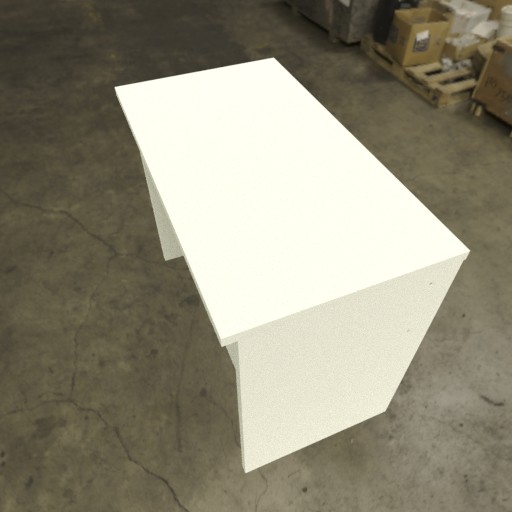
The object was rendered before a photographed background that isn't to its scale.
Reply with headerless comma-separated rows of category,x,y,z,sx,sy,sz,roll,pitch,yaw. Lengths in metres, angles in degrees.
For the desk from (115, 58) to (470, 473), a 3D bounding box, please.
desk,0.000,0.000,1.318,0.498,0.729,0.900,-17,50,-15
